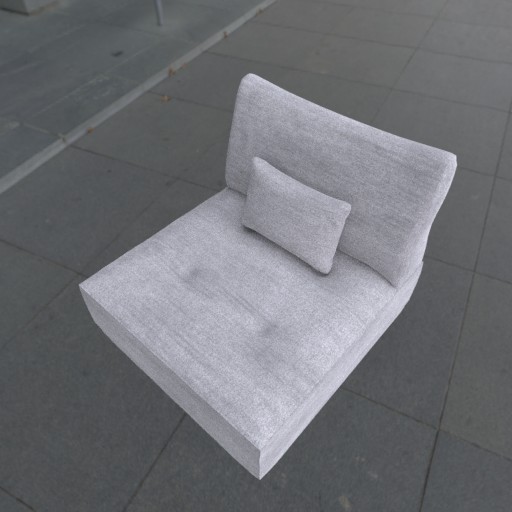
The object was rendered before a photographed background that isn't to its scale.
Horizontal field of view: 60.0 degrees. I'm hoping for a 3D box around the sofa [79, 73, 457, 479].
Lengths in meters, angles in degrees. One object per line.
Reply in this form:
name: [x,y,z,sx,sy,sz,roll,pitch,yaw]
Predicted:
sofa: [0.000,0.000,1.659,0.930,0.820,1.000,33,55,27]
